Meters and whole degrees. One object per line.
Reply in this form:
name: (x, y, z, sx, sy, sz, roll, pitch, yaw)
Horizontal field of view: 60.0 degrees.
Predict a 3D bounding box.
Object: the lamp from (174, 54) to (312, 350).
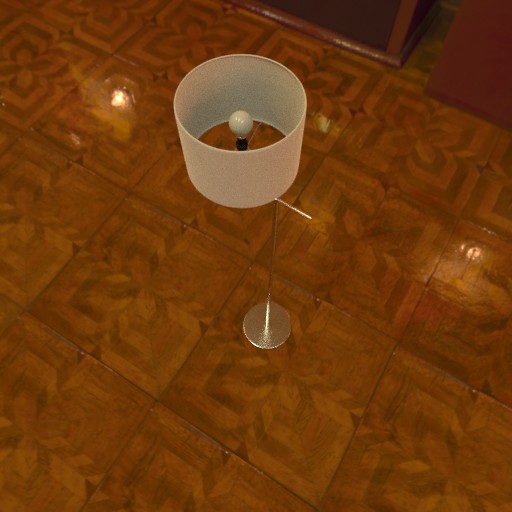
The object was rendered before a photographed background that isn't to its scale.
lamp: (0.000, 0.000, 1.781, 0.416, 1.600, 0.324, 31, 68, 14)
